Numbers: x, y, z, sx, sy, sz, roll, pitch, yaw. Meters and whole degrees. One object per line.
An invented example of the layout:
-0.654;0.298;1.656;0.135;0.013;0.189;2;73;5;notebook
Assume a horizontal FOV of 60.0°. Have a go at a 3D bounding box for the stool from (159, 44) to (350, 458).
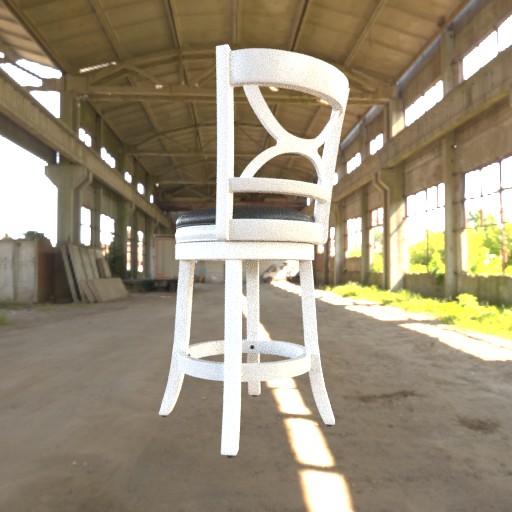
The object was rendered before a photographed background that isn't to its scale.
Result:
0.000;0.000;1.252;0.444;0.953;0.508;1;-2;-37;stool
